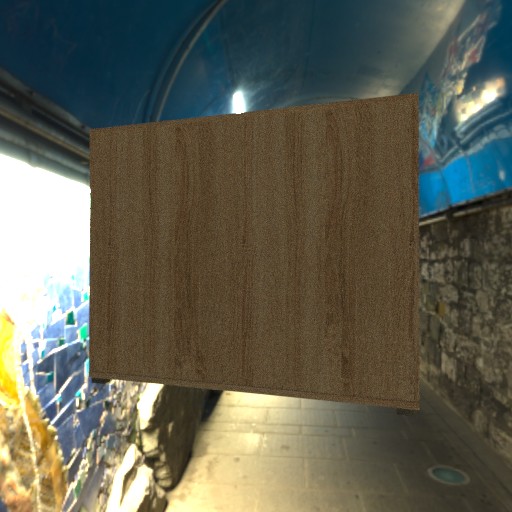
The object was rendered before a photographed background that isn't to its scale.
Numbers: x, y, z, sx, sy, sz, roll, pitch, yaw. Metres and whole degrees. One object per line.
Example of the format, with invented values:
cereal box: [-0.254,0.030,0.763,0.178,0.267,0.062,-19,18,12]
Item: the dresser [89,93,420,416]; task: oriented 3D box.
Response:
dresser: [0.000,0.000,1.613,1.100,0.900,0.450,0,-1,18]
